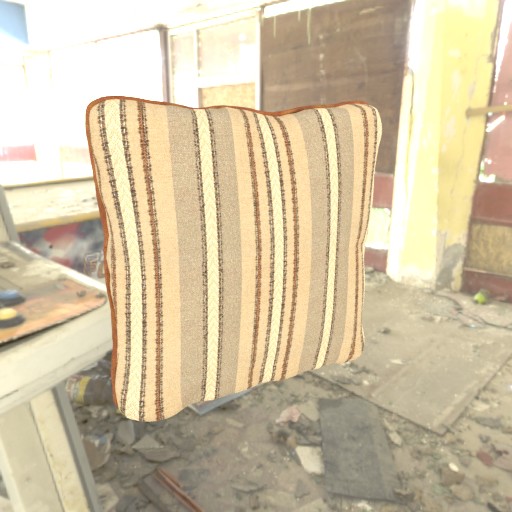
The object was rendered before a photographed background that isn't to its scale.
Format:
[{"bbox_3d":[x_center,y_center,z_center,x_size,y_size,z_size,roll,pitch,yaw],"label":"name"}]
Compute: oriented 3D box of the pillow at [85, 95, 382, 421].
[{"bbox_3d":[0.000,0.000,0.728,0.489,0.490,0.130,-9,19,-26],"label":"pillow"}]
